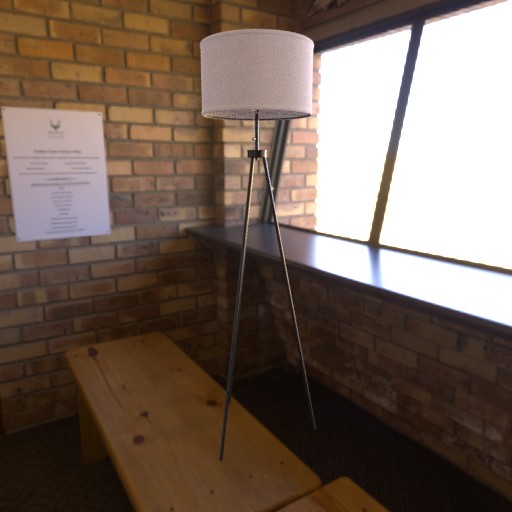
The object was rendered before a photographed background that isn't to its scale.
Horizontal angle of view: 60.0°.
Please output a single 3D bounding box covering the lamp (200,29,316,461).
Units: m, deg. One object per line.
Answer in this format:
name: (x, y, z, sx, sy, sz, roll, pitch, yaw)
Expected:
lamp: (0.000, 0.000, 1.736, 0.448, 1.545, 0.458, 6, 13, 25)
